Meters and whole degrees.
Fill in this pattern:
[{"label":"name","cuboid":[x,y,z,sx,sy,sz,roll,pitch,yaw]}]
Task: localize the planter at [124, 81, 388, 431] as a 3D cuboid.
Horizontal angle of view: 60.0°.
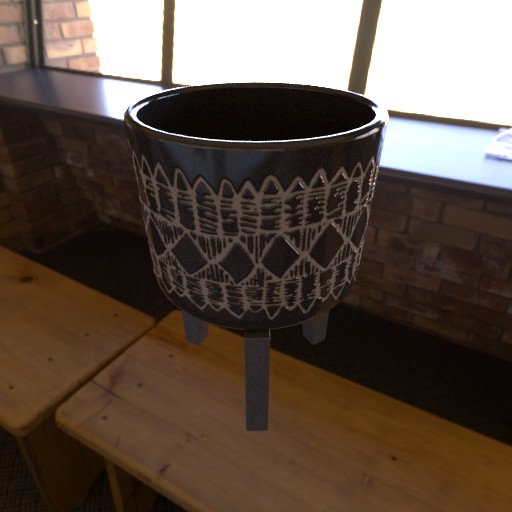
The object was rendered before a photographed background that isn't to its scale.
[{"label":"planter","cuboid":[0.000,0.000,0.268,0.129,0.177,0.129,0,32,0]}]
